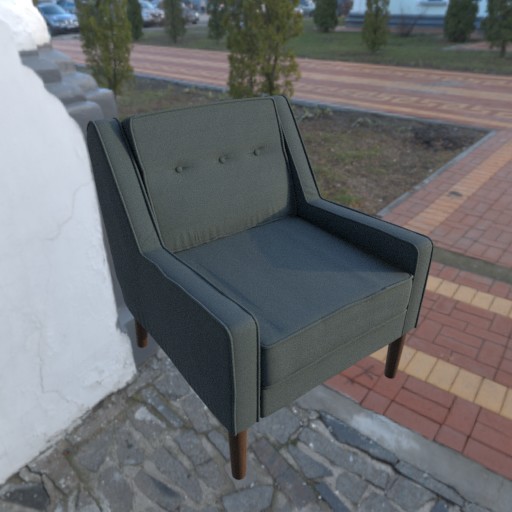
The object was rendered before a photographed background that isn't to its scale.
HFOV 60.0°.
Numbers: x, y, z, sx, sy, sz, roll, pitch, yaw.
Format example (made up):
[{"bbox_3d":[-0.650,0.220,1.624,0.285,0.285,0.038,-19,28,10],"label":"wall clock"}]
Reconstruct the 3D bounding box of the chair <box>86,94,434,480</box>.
[{"bbox_3d":[0.000,0.000,1.289,0.663,0.780,0.733,-20,35,-31],"label":"chair"}]
